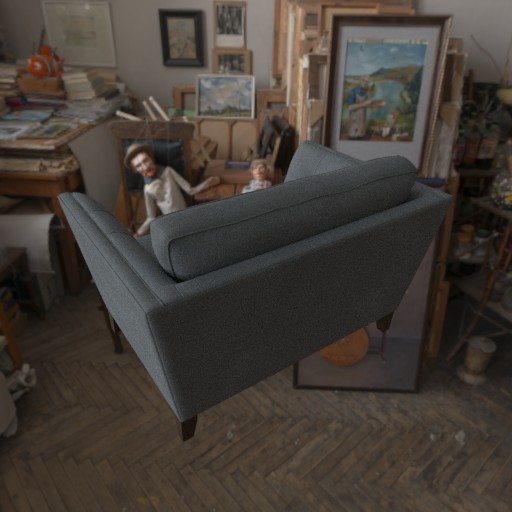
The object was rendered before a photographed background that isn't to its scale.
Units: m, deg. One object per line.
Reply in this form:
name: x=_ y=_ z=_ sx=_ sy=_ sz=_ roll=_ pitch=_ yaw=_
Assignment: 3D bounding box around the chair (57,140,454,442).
chair: x=0.000 y=0.000 z=2.036 sx=1.396 sy=0.942 sz=0.965 roll=-20 pitch=36 yaw=-29
